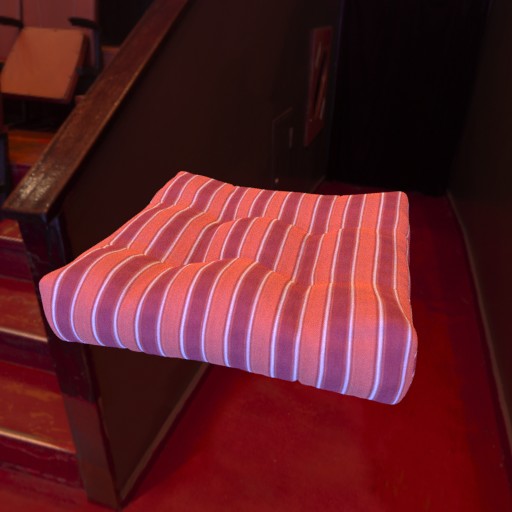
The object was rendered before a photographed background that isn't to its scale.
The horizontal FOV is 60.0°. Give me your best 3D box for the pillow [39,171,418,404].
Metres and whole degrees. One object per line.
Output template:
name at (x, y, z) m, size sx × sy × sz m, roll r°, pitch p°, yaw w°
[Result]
pillow at (0.000, 0.000, 0.730) m, size 0.490 × 0.133 × 0.468 m, roll 8°, pitch 31°, yaw 14°
